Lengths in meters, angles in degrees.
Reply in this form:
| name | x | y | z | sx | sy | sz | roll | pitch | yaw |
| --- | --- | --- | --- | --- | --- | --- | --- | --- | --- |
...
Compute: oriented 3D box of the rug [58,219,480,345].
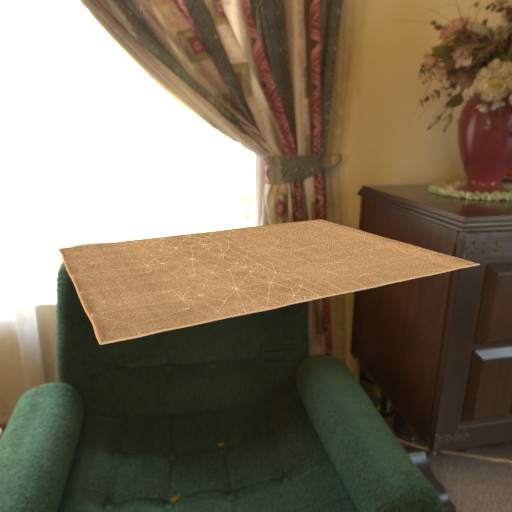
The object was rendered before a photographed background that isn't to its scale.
| name | x | y | z | sx | sy | sz | roll | pitch | yaw |
| --- | --- | --- | --- | --- | --- | --- | --- | --- | --- |
| rug | 0.000 | 0.000 | 4.329 | 3.357 | 0.019 | 2.449 | -8 | 18 | -27 |
